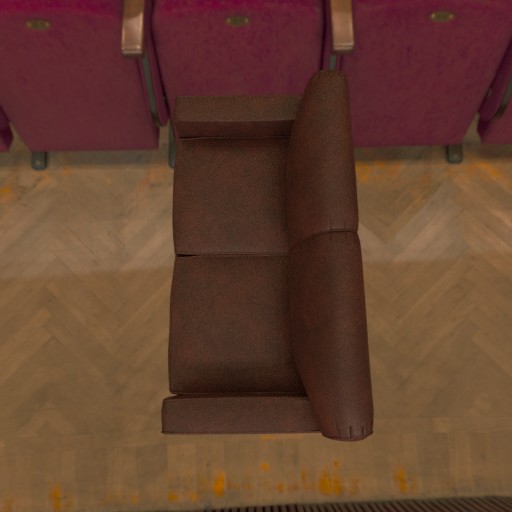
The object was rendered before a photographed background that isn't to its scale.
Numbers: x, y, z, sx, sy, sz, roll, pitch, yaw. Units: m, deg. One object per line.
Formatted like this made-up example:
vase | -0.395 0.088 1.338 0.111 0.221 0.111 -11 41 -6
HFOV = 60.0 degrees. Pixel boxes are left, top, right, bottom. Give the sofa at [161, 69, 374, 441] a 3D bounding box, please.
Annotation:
sofa | 0.000 0.000 2.481 1.000 0.966 1.856 -1 75 0
